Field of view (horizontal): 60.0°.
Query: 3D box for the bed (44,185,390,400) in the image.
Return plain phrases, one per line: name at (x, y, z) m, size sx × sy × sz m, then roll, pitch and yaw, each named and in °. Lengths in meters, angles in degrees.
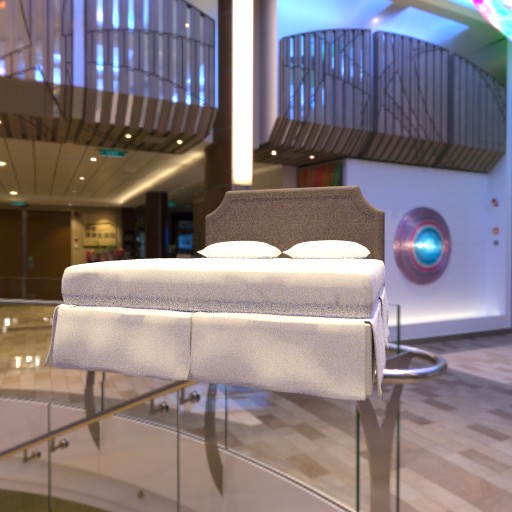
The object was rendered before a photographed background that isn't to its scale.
bed at (0.000, 0.000, 4.085) m, size 2.350 × 1.590 × 2.773 m, roll 0°, pitch 1°, yaw 18°
